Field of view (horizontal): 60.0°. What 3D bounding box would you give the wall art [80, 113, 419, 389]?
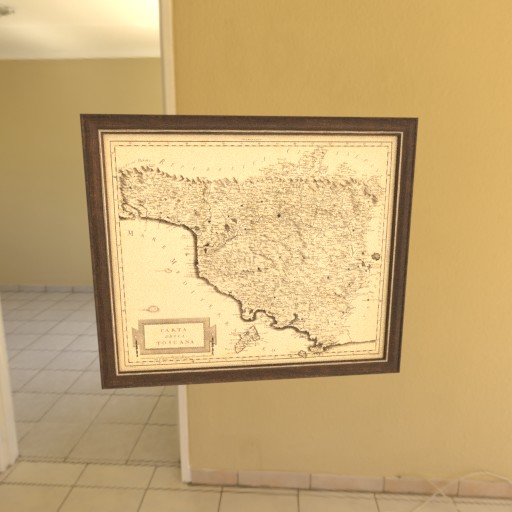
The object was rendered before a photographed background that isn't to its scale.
[{"bbox_3d":[0.000,0.000,1.447,1.033,0.875,0.023,-1,12,-6],"label":"wall art"}]
